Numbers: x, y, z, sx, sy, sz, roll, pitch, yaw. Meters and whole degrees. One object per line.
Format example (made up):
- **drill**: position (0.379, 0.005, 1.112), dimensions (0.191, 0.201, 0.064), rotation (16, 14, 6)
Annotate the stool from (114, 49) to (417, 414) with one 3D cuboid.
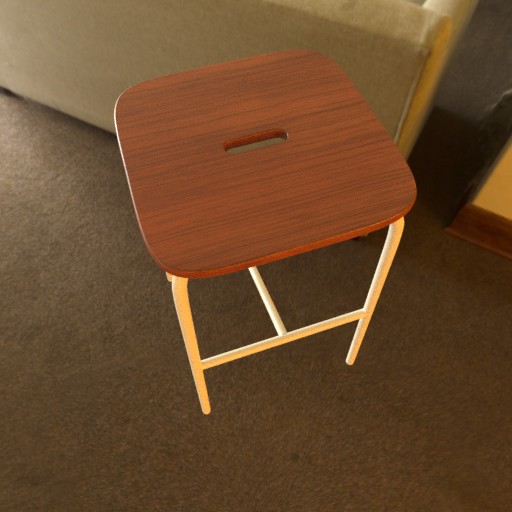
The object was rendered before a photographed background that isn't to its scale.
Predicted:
- **stool**: position (0.000, 0.000, 0.867), dimensions (0.376, 0.610, 0.376), rotation (-16, 60, -9)
